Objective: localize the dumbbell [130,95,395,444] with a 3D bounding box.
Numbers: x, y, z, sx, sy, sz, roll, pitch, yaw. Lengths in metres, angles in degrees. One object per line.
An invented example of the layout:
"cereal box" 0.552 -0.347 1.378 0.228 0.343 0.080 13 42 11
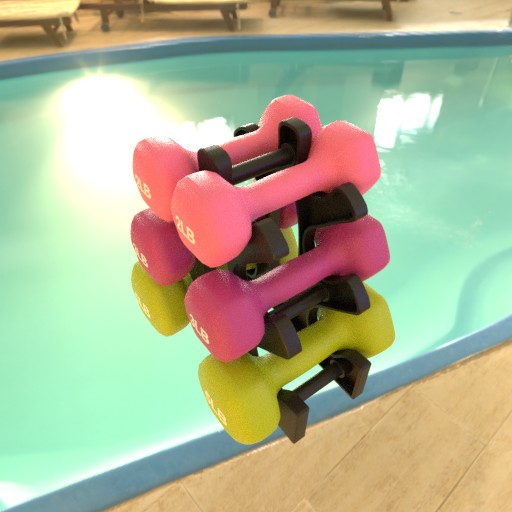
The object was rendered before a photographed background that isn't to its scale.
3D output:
"dumbbell" 0.000 0.000 0.442 0.203 0.261 0.257 -26 48 -26
